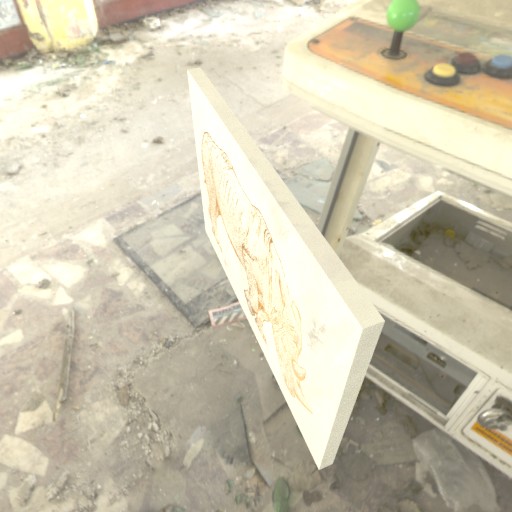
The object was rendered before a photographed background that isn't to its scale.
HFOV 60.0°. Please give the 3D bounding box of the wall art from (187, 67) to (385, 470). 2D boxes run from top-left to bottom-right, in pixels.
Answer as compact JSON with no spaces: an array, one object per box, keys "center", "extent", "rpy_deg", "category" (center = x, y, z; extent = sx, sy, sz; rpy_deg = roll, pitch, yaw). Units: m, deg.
[{"center":[0.000,0.000,1.157],"extent":[0.038,0.610,0.915],"rpy_deg":[-16,49,-15],"category":"wall art"}]
